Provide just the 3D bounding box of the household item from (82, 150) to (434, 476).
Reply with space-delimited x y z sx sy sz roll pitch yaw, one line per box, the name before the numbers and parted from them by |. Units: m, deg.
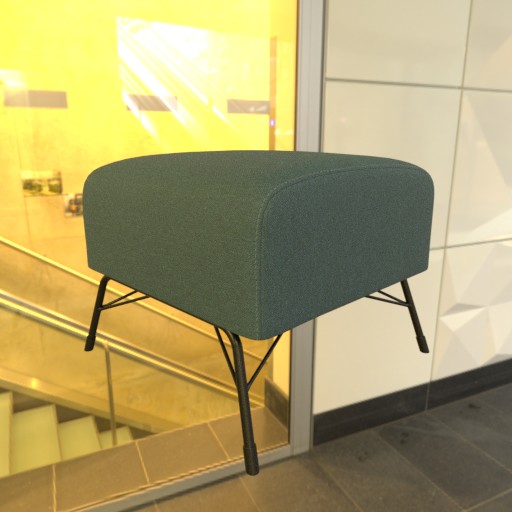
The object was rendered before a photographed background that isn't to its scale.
household item | 0.000 0.000 0.902 0.530 0.420 0.530 -14 20 -43
